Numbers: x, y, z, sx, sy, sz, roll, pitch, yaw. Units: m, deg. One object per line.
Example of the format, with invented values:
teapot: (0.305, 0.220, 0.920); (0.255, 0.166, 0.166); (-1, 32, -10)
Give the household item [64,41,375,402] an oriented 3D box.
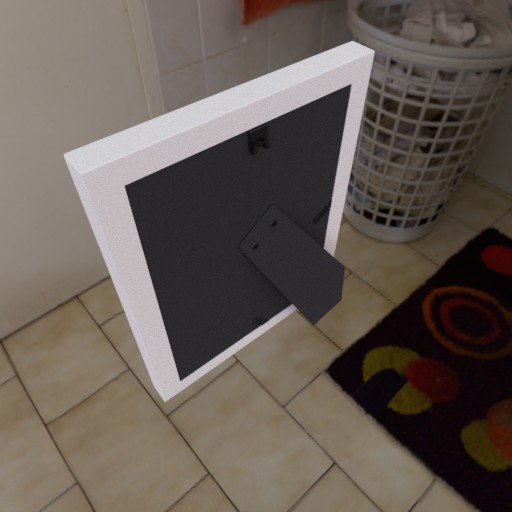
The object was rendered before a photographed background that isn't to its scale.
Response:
household item: (0.000, 0.000, 0.334); (0.200, 0.250, 0.045); (-31, 56, -25)
